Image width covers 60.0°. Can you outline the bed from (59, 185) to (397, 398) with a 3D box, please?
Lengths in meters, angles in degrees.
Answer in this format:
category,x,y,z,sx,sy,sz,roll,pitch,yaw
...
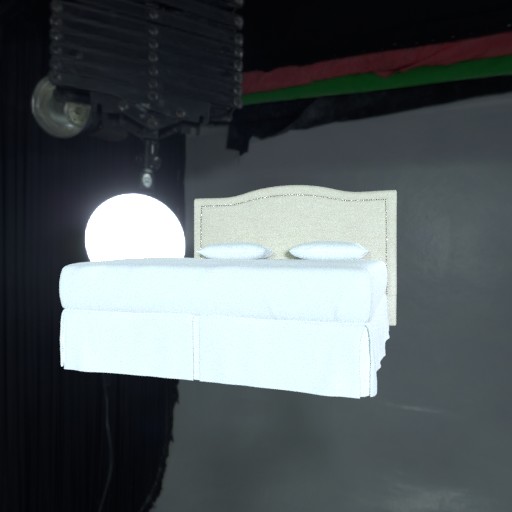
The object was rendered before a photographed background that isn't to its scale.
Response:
category,x,y,z,sx,sy,sz,roll,pitch,yaw
bed,0.000,0.000,3.491,2.083,1.421,2.182,0,0,18
